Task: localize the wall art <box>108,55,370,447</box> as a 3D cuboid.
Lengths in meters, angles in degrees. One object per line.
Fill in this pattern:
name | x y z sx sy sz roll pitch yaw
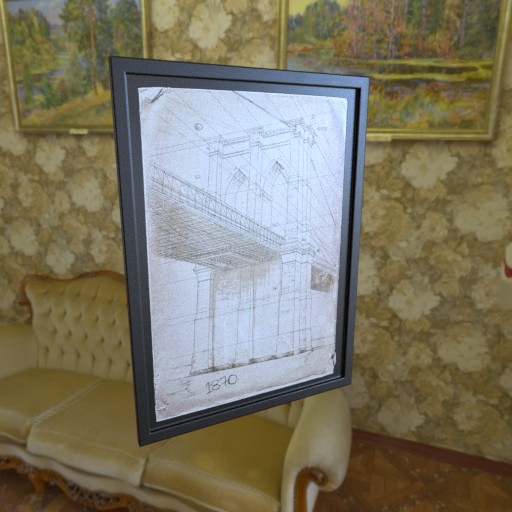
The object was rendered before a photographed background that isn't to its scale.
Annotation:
wall art | 0.000 0.000 0.833 0.480 0.657 0.016 -7 16 -26
